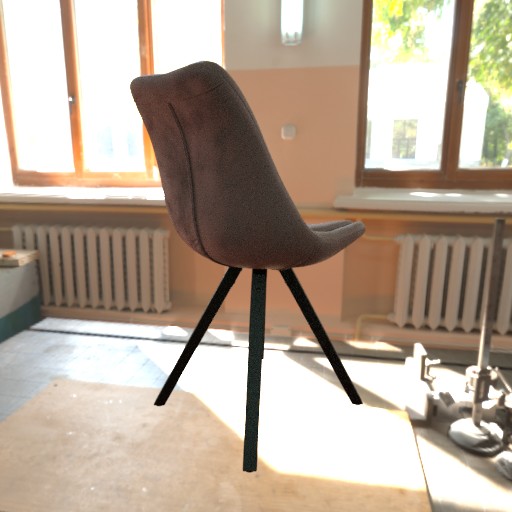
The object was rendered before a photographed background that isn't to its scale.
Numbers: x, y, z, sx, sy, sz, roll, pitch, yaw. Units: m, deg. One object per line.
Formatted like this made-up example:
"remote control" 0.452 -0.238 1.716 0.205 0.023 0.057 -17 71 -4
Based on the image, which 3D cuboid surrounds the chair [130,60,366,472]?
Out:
"chair" 0.000 0.000 1.177 0.547 0.865 0.483 -12 17 -43
